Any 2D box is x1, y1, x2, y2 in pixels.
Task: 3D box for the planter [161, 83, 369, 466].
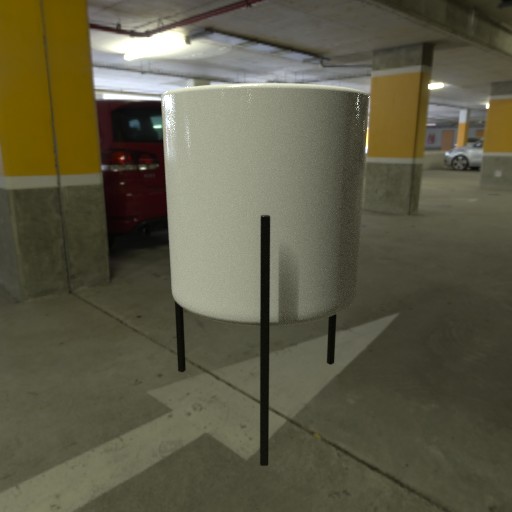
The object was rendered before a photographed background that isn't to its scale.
[{"bbox_3d":[0.000,0.000,0.523,0.239,0.356,0.239,7,16,26],"label":"planter"}]
